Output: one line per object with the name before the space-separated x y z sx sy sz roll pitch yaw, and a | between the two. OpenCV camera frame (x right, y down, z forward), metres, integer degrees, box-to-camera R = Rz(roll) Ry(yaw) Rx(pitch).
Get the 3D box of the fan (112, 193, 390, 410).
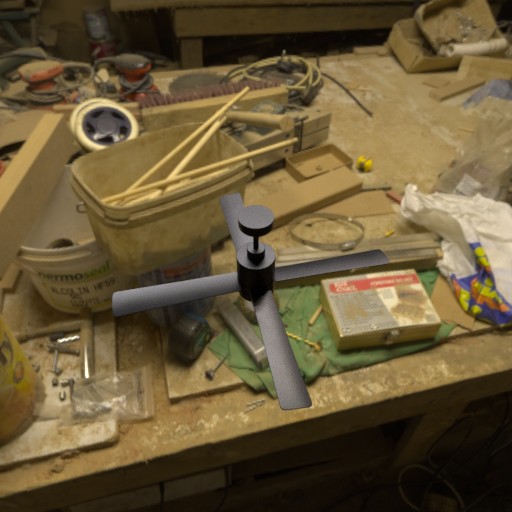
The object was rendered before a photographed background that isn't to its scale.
fan | 0.000 0.000 2.287 1.525 0.534 1.525 -9 46 -9
